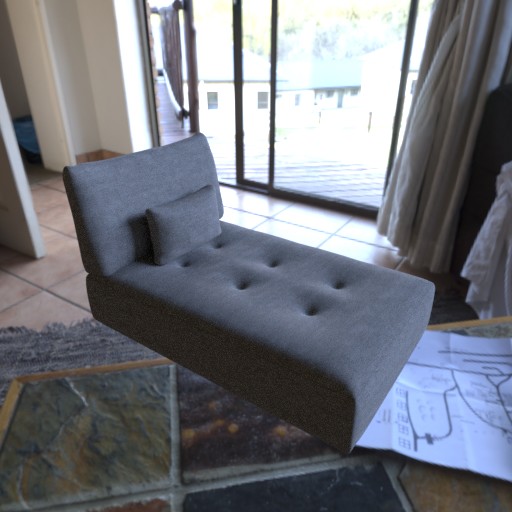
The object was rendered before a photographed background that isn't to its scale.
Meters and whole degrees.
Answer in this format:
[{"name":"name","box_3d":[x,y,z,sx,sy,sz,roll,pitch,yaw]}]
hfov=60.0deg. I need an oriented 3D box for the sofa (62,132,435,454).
[{"name":"sofa","box_3d":[0.000,0.000,2.036,1.450,0.820,0.930,18,32,31]}]
